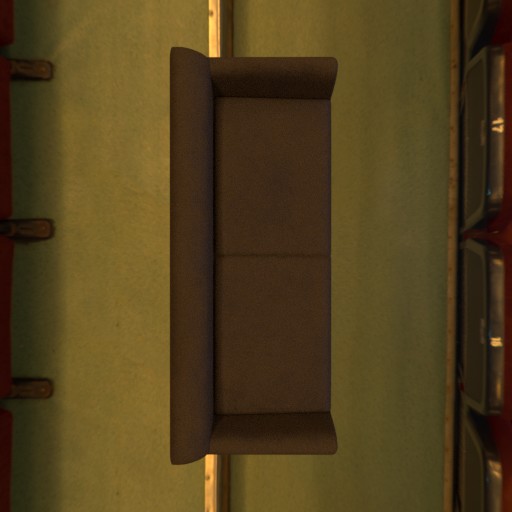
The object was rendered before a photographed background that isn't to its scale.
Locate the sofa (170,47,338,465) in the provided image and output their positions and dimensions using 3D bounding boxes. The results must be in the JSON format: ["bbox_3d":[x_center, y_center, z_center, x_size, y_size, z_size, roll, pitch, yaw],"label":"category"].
[{"bbox_3d":[0.000,0.000,2.642,0.900,0.740,2.190,0,90,0],"label":"sofa"}]
